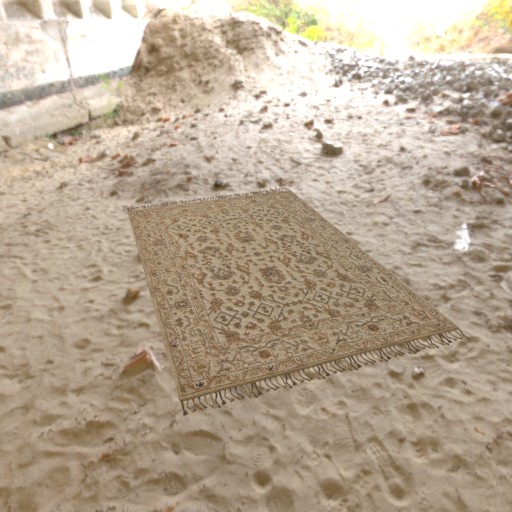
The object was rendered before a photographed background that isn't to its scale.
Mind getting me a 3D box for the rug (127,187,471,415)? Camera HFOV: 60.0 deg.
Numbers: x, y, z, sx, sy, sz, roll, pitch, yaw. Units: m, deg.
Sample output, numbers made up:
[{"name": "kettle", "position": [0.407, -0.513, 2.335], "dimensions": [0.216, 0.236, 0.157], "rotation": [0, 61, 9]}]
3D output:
[{"name": "rug", "position": [0.000, 0.000, 3.089], "dimensions": [1.529, 0.027, 2.434], "rotation": [-10, 30, -17]}]
